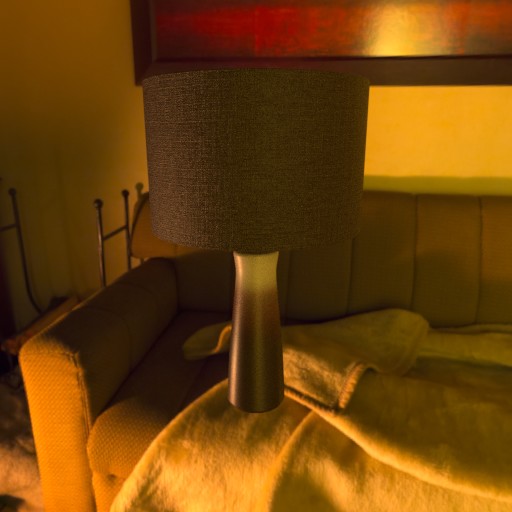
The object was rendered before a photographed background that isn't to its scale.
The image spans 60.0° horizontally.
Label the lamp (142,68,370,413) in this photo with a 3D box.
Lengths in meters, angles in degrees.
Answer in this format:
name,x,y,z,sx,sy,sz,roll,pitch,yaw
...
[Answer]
name,x,y,z,sx,sy,sz,roll,pitch,yaw
lamp,0.000,0.000,0.671,0.303,0.488,0.303,0,15,0
